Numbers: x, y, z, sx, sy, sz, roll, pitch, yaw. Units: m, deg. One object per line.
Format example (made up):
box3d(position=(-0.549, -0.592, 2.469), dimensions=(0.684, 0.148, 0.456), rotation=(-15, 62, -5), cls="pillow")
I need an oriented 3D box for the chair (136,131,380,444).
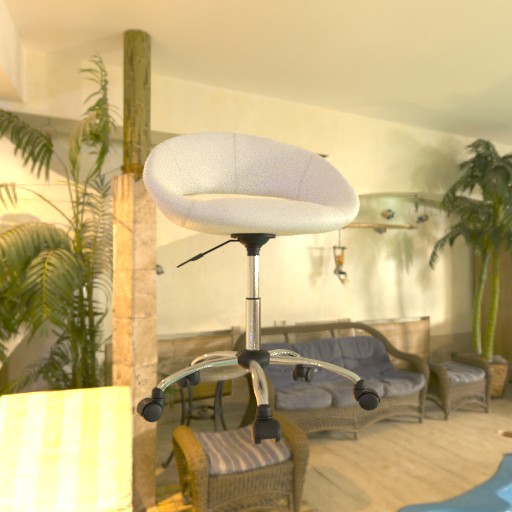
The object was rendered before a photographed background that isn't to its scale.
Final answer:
box3d(position=(0.000, 0.000, 1.182), dimensions=(0.612, 0.791, 0.538), rotation=(0, -2, -18), cls="chair")
